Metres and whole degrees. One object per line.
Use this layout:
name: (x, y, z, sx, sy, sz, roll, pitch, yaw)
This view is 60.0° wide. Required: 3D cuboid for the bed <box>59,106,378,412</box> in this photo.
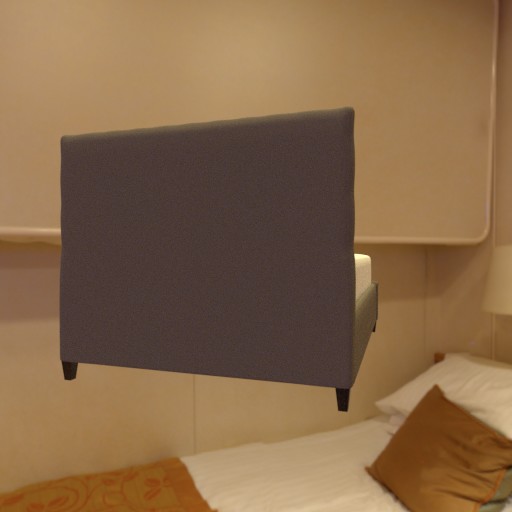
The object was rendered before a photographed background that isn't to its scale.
bed: (0.000, 0.000, 3.353, 1.696, 1.426, 2.233, 0, 1, 18)
